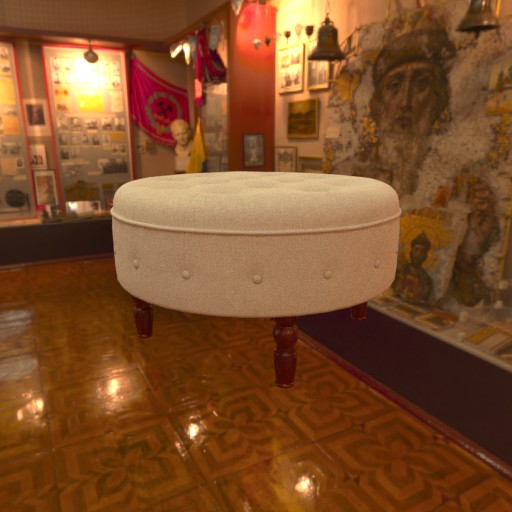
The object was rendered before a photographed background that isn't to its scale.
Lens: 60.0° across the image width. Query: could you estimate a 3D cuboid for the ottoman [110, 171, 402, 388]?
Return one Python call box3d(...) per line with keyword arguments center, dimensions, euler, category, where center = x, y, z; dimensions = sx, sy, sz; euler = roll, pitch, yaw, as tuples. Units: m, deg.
box3d(center=(0.000, 0.000, 1.397), dimensions=(0.849, 0.478, 0.849), euler=(0, 15, 0), category="ottoman")
